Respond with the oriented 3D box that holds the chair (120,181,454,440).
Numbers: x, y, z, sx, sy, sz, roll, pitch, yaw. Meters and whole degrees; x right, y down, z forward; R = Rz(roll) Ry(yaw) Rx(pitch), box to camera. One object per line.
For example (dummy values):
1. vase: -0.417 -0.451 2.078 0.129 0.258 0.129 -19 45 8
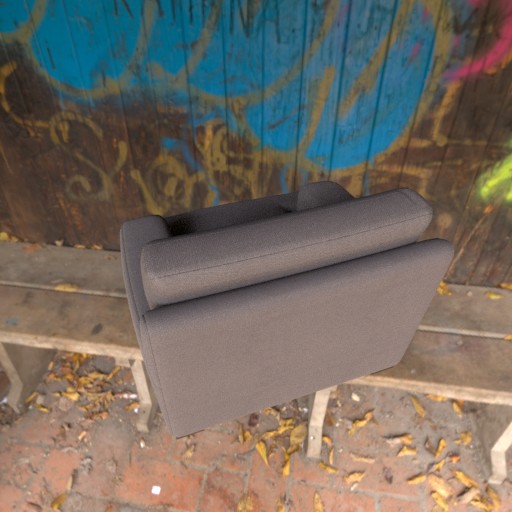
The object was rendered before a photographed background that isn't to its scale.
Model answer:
1. chair: 0.000 0.000 2.011 1.168 0.940 1.143 -13 42 -15
